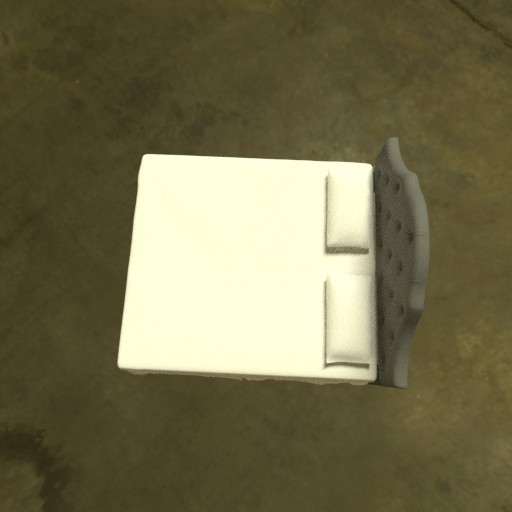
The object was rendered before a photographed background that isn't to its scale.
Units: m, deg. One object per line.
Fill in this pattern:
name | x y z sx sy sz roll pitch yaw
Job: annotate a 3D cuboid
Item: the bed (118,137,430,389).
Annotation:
bed | 0.000 0.000 3.607 2.214 1.615 2.008 3 76 1
